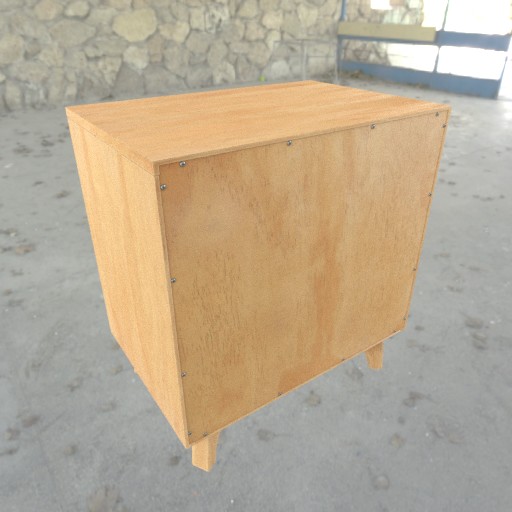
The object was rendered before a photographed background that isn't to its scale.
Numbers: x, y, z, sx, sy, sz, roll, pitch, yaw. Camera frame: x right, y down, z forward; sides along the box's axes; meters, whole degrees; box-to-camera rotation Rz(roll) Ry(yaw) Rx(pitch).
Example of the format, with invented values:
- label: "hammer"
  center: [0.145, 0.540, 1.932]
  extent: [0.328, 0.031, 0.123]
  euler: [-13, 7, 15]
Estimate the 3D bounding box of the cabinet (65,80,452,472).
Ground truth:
- label: "cabinet"
  center: [0.000, 0.000, 0.916]
  extent: [0.551, 0.599, 0.394]
  euler: [-19, 34, -30]
